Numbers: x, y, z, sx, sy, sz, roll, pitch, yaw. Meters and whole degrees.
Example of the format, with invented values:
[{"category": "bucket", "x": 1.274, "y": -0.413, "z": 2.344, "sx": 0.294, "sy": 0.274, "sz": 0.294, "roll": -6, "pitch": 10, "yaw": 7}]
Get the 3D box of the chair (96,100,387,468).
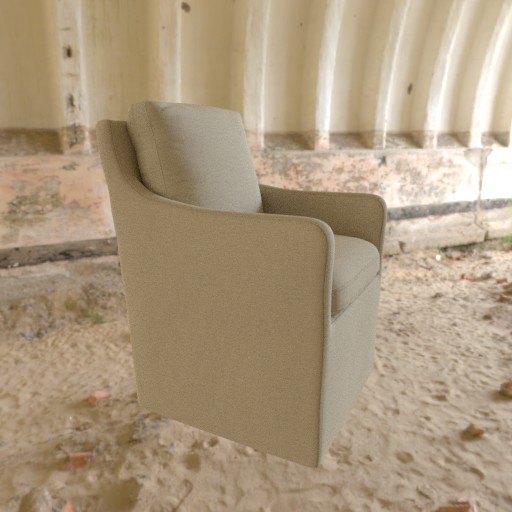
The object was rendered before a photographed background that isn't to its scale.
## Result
[{"category": "chair", "x": 0.000, "y": 0.000, "z": 1.389, "sx": 0.694, "sy": 0.914, "sz": 0.626, "roll": 8, "pitch": 16, "yaw": 27}]
